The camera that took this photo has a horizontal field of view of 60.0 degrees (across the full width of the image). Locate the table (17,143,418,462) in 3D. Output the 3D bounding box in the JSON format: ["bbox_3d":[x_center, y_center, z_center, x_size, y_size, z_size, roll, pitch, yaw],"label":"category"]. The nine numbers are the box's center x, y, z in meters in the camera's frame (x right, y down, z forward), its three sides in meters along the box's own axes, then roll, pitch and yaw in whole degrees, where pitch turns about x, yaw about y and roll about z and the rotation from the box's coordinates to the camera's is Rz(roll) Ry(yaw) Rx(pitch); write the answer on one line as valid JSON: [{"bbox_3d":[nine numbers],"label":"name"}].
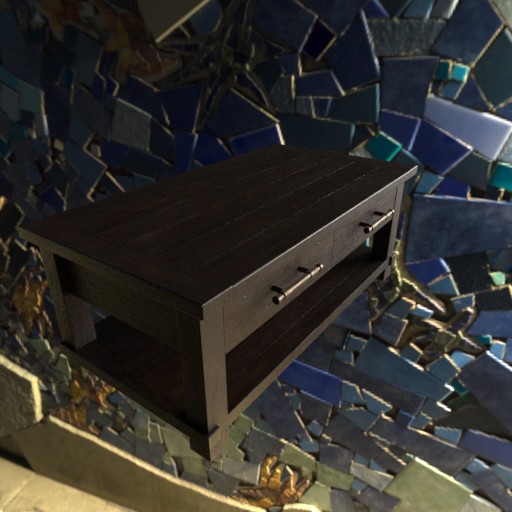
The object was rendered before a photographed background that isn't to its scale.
[{"bbox_3d":[0.000,0.000,1.593,0.700,0.494,1.270,18,32,32],"label":"table"}]
